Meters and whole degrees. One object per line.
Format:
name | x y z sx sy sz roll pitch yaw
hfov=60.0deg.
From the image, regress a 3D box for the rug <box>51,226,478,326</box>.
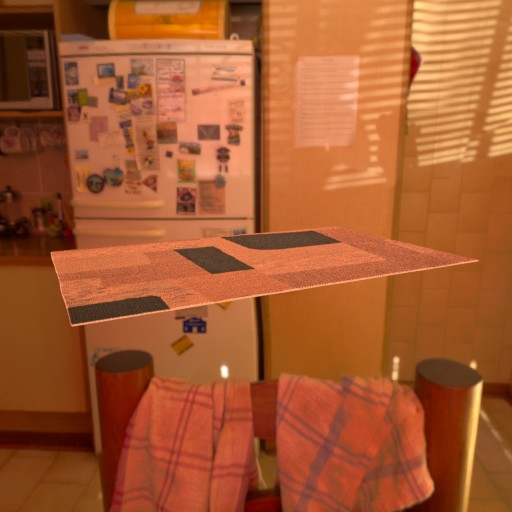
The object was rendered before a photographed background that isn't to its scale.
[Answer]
rug | 0.000 0.000 2.964 2.436 0.015 1.521 -7 14 -26
